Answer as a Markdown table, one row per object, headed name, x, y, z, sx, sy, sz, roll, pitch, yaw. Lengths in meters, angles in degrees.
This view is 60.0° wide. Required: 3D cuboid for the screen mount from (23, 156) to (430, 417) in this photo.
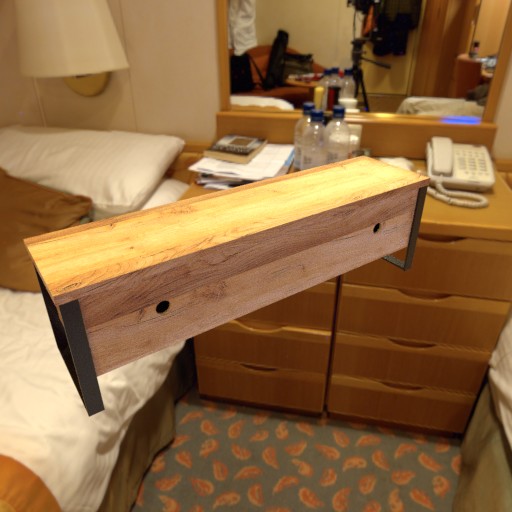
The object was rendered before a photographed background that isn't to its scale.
| name | x | y | z | sx | sy | sz | roll | pitch | yaw |
| --- | --- | --- | --- | --- | --- | --- | --- | --- | --- |
| screen mount | 0.000 | 0.000 | 1.748 | 1.524 | 0.450 | 0.395 | -19 | 35 | -30 |
